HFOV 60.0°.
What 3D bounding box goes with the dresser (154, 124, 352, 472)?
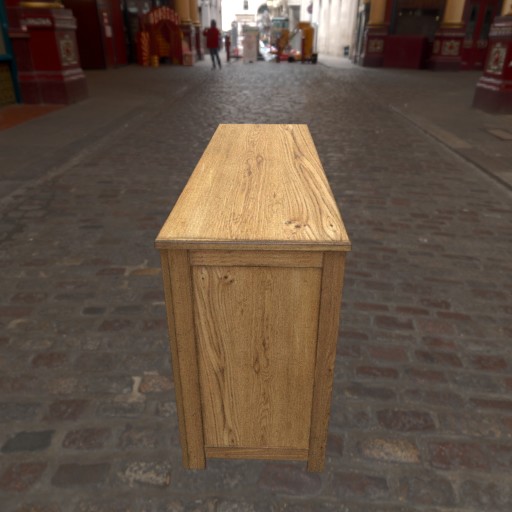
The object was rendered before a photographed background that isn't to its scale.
[{"bbox_3d":[0.000,0.000,2.133,0.563,0.932,1.657,1,27,2],"label":"dresser"}]
